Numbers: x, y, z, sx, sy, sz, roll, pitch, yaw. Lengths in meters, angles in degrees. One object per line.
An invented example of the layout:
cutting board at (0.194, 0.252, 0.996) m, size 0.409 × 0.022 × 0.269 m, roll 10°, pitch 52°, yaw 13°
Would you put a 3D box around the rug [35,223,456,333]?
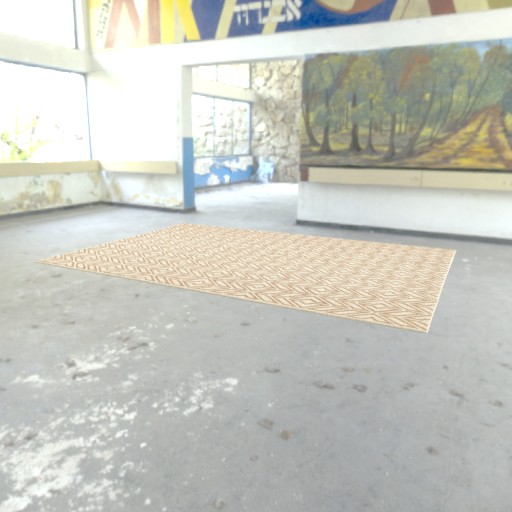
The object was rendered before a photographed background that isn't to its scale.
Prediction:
rug at (0.000, 0.000, 2.303) m, size 1.828 × 0.007 × 1.220 m, roll 7°, pitch 16°, yaw 27°
